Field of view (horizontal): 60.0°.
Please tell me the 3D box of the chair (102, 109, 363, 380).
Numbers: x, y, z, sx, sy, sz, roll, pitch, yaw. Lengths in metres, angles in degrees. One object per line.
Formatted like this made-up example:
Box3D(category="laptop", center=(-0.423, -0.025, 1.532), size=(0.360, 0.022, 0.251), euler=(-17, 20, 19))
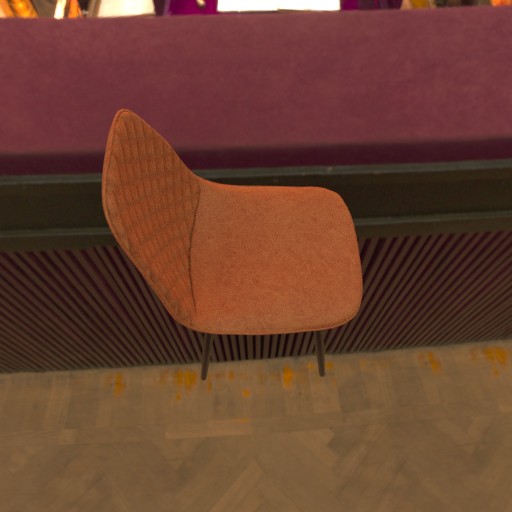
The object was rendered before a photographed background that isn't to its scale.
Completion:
Box3D(category="chair", center=(0.000, 0.000, 1.213), size=(0.561, 0.889, 0.472), euler=(-2, 62, -1))
